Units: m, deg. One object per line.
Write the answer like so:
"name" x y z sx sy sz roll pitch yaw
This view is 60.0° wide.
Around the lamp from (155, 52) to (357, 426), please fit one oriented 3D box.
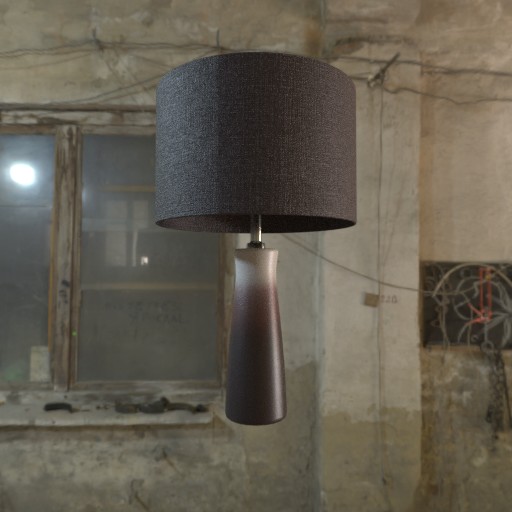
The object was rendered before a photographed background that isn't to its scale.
"lamp" 0.000 0.000 0.682 0.303 0.488 0.303 0 -2 0
